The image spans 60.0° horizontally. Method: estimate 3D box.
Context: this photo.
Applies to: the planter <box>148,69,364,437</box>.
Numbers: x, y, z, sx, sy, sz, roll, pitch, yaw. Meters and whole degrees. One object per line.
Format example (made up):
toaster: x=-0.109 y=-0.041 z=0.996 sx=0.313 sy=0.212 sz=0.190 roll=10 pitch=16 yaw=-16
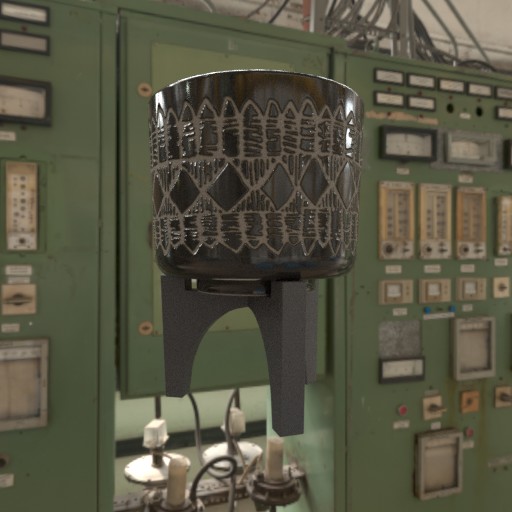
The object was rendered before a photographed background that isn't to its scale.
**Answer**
planter: x=0.000 y=0.000 z=0.273 sx=0.129 sy=0.177 sz=0.129 roll=0 pitch=1 yaw=0
